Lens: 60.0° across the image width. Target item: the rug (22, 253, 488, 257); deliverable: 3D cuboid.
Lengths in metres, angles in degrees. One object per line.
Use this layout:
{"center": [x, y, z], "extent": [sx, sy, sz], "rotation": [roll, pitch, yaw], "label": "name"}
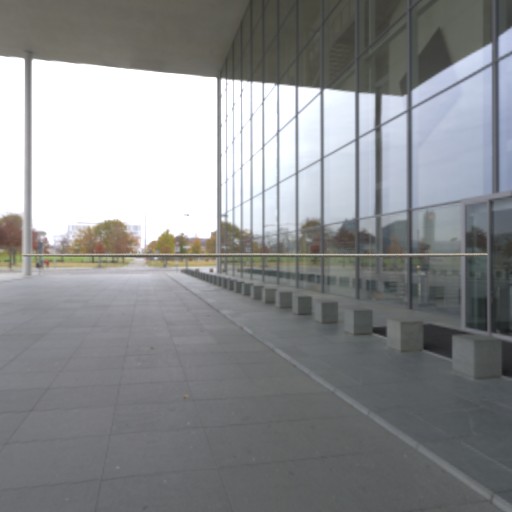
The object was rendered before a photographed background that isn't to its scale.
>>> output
{"center": [0.000, 0.000, 4.097], "extent": [3.055, 0.021, 2.410], "rotation": [0, 0, 1], "label": "rug"}
